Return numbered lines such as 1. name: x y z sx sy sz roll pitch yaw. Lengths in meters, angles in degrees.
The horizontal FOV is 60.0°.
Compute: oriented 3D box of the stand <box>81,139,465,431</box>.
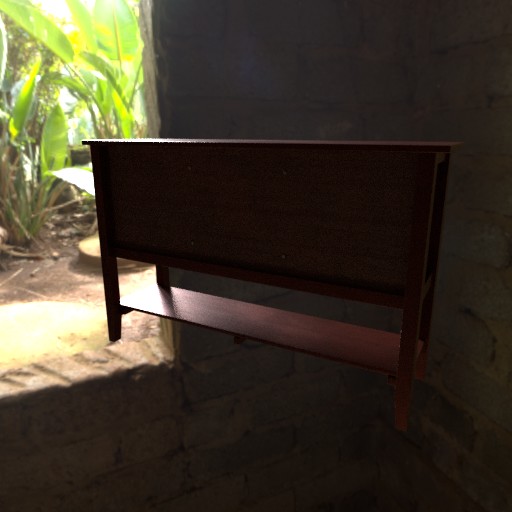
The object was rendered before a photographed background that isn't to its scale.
1. stand: 0.000 0.000 1.736 1.362 0.872 0.410 9 18 28
